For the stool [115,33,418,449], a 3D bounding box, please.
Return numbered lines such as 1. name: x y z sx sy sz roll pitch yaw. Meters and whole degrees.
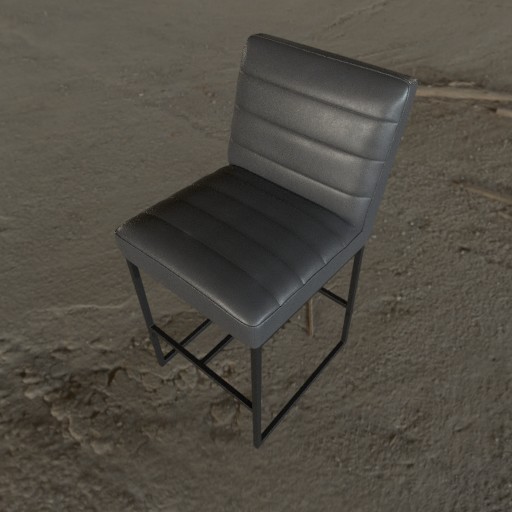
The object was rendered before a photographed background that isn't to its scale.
1. stool: 0.000 0.000 1.203 0.457 0.938 0.552 31 53 27
